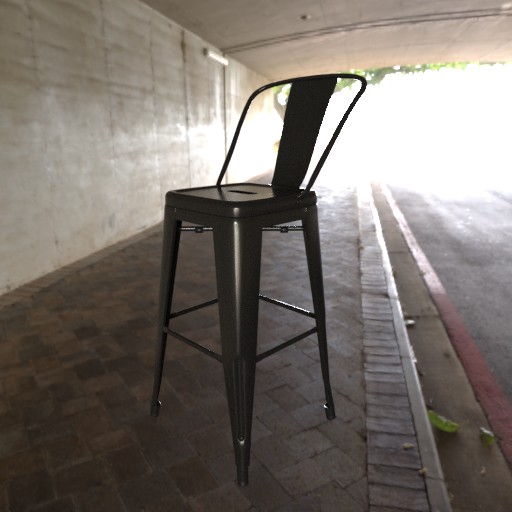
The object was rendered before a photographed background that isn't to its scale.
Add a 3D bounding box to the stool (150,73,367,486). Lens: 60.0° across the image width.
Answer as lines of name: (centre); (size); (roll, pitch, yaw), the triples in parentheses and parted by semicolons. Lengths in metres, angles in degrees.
stool: (0.000, 0.000, 1.289); (0.432, 1.022, 0.528); (15, 22, 43)
